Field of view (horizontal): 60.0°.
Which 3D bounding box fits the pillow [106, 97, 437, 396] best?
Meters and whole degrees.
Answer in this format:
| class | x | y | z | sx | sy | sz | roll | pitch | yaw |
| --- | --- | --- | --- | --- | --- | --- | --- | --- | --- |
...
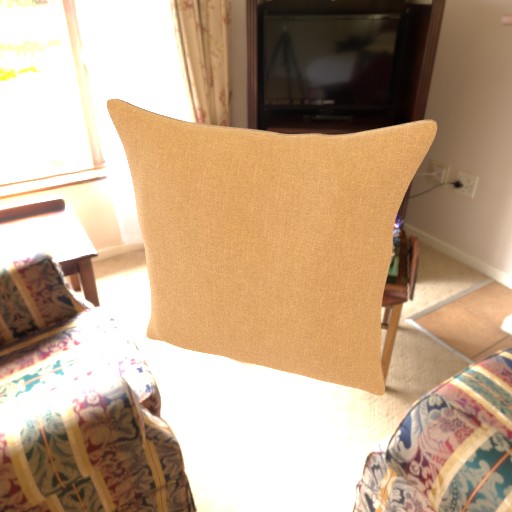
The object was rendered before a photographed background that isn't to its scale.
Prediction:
| class | x | y | z | sx | sy | sz | roll | pitch | yaw |
| --- | --- | --- | --- | --- | --- | --- | --- | --- | --- |
| pillow | 0.000 | 0.000 | 0.666 | 0.436 | 0.432 | 0.138 | 10 | 32 | 16 |
